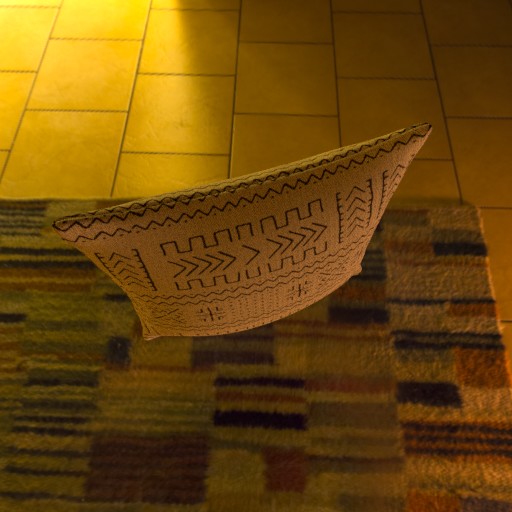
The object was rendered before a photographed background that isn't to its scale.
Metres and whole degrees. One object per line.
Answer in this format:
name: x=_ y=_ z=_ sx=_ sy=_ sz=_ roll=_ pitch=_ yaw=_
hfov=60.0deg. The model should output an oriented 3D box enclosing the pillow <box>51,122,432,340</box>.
pillow: x=0.000 y=0.000 z=0.665 sx=0.438 sy=0.430 sz=0.164 roll=-17 pitch=65 yaw=-8
